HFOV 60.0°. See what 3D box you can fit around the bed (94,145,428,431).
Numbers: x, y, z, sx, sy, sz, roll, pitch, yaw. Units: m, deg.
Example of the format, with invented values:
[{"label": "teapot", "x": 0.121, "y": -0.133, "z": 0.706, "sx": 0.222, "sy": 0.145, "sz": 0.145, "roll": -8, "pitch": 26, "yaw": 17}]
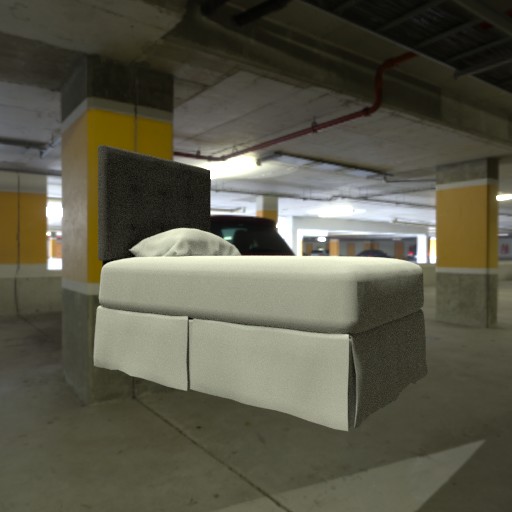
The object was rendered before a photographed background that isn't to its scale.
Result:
[{"label": "bed", "x": 0.000, "y": 0.000, "z": 3.029, "sx": 1.997, "sy": 1.571, "sz": 1.261, "roll": 0, "pitch": 0, "yaw": 36}]
